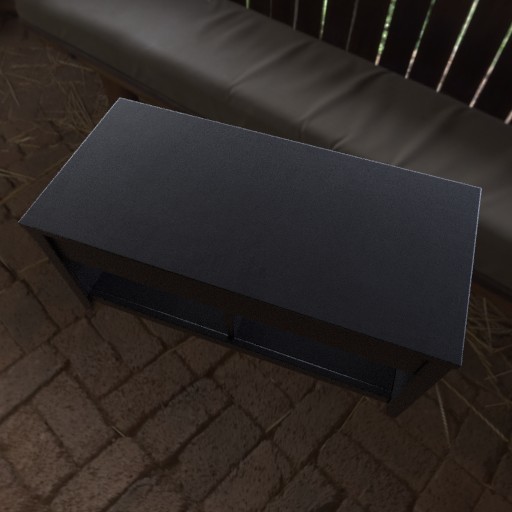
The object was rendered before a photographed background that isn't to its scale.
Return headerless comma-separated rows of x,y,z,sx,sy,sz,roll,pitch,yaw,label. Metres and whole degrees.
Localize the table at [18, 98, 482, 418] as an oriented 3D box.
0.000,0.000,1.261,1.016,0.457,0.483,17,59,11,table
